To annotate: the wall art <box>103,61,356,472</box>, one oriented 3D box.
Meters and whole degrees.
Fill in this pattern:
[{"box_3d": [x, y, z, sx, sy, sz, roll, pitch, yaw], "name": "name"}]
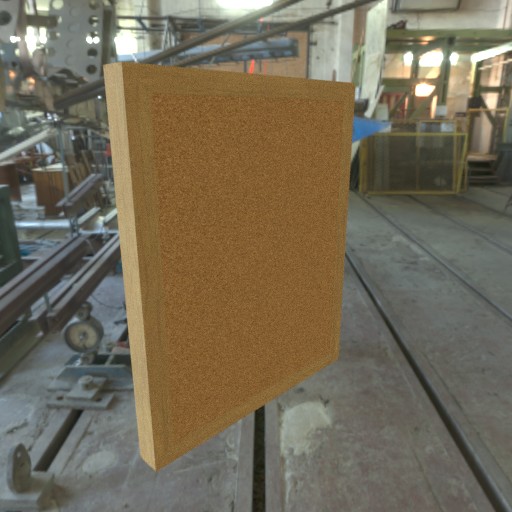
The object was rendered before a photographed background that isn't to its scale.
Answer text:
[{"box_3d": [0.000, 0.000, 0.503, 0.312, 0.380, 0.030, -16, 24, -42], "name": "wall art"}]
